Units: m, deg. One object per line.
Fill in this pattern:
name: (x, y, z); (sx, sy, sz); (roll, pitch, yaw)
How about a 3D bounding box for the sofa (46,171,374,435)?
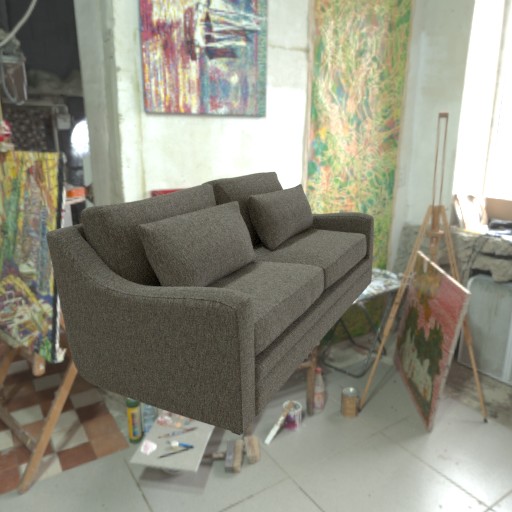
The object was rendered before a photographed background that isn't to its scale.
sofa: (0.000, 0.000, 3.038); (1.103, 0.998, 2.418); (8, 17, 27)
